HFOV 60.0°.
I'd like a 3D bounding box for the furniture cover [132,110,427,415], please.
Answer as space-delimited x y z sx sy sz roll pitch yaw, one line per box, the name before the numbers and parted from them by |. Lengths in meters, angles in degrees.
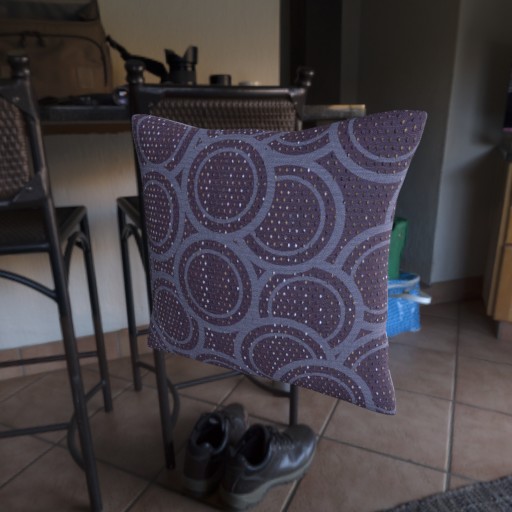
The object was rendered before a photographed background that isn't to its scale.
furniture cover | 0.000 0.000 0.825 0.552 0.509 0.193 8 18 26
